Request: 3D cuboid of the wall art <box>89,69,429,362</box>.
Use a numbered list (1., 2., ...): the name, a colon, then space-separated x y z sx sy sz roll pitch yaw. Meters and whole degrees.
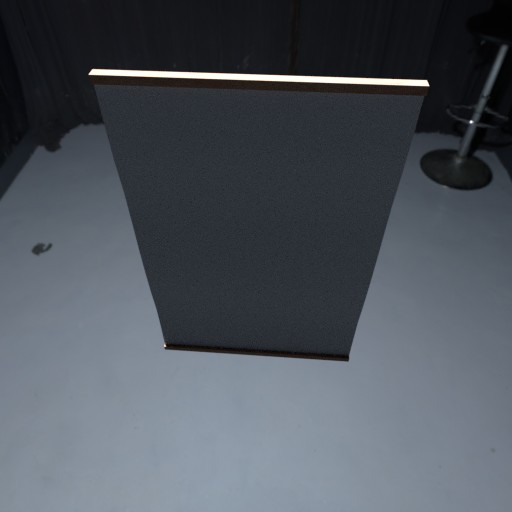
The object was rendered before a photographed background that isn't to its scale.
1. wall art: 0.000 0.000 0.619 0.332 0.508 0.012 3 47 3
